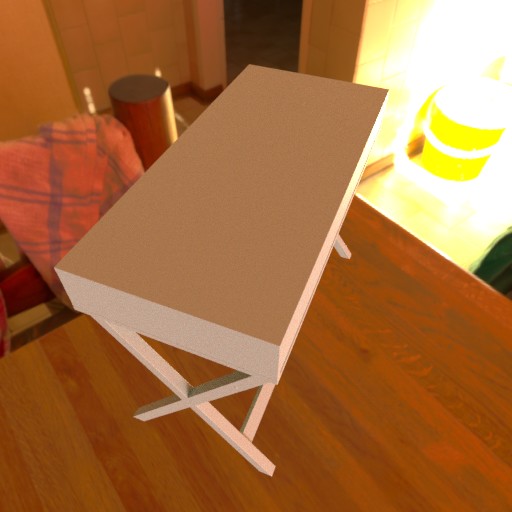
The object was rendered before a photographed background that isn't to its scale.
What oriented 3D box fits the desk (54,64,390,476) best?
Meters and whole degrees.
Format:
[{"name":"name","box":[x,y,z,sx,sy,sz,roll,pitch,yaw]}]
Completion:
[{"name":"desk","box":[0.000,0.000,1.484,0.525,0.780,1.057,17,49,15]}]
